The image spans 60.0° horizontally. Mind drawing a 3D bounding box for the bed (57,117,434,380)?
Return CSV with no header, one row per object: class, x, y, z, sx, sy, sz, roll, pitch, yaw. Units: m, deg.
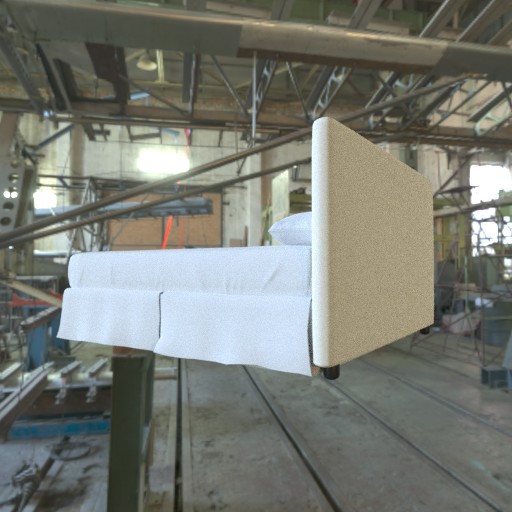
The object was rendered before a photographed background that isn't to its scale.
bed,0.000,0.000,3.628,2.341,1.317,2.119,-1,-2,35
